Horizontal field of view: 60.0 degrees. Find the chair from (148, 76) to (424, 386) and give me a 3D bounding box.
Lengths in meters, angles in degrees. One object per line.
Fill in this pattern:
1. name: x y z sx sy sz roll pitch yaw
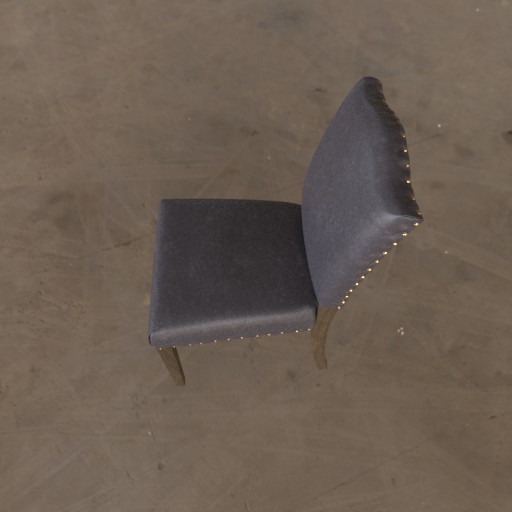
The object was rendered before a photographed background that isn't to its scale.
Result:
1. chair: 0.000 0.000 1.341 0.633 0.991 0.500 -2 58 -1
